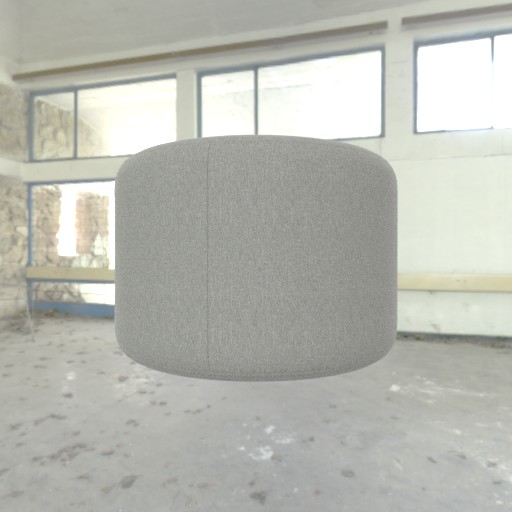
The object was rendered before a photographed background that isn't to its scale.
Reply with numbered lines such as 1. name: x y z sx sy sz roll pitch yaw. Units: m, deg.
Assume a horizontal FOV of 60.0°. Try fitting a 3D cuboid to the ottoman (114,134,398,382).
1. ottoman: 0.000 0.000 0.999 0.608 0.433 0.608 0 0 0
